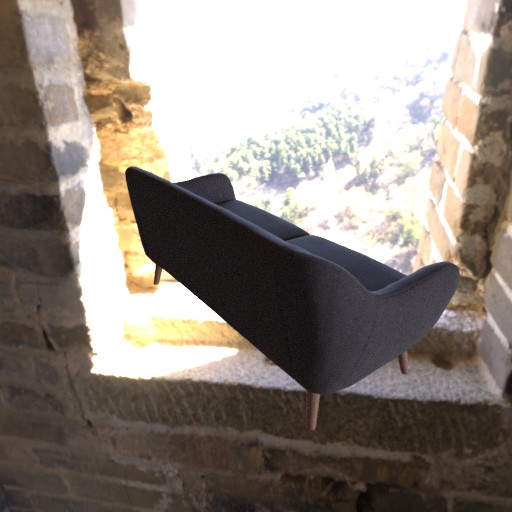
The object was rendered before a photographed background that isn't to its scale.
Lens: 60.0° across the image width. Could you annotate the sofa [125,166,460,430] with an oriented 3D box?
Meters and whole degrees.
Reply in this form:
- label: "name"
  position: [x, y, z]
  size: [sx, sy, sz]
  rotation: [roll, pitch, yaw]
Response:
- label: "sofa"
  position: [0.000, 0.000, 2.322]
  size: [0.820, 0.820, 1.840]
  rotation: [-17, 30, -32]
